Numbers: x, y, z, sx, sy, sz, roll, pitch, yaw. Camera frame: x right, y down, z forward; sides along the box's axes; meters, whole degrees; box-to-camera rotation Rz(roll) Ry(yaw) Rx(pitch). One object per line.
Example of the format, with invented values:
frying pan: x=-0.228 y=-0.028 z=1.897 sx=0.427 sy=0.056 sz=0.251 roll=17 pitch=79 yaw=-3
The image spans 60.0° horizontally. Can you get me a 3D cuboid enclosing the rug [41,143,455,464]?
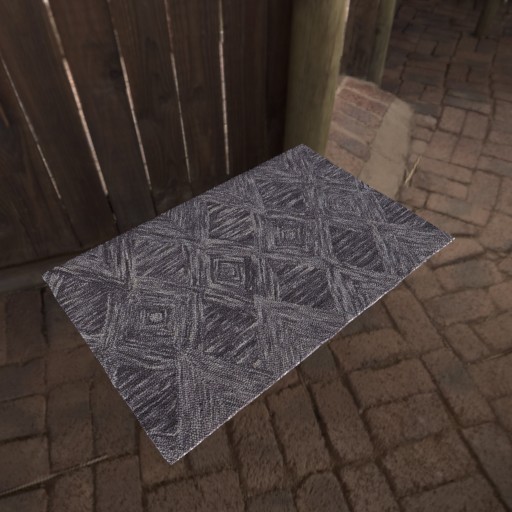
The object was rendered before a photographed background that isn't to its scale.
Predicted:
rug: x=0.000 y=0.000 z=2.299 sx=1.814 sy=0.012 sz=1.186 roll=-32 pitch=55 yaw=-26
